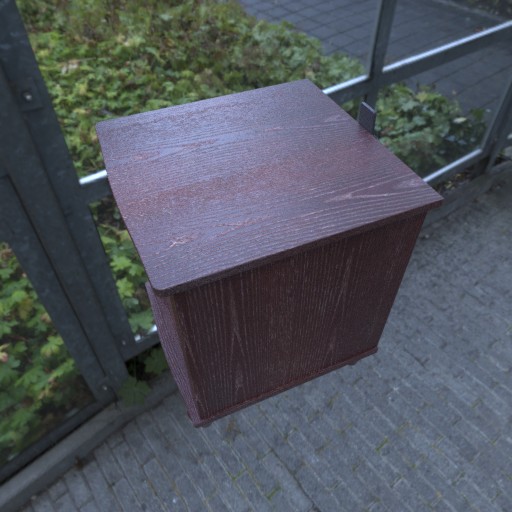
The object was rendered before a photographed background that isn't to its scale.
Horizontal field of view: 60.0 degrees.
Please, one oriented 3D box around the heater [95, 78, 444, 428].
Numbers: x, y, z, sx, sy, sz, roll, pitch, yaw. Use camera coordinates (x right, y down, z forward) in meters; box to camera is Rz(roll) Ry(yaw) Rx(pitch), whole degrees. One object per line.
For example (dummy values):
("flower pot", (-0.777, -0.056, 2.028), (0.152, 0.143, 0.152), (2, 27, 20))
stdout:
("heater", (0.000, 0.000, 0.770), (0.400, 0.481, 0.362), (-18, 49, -16))
